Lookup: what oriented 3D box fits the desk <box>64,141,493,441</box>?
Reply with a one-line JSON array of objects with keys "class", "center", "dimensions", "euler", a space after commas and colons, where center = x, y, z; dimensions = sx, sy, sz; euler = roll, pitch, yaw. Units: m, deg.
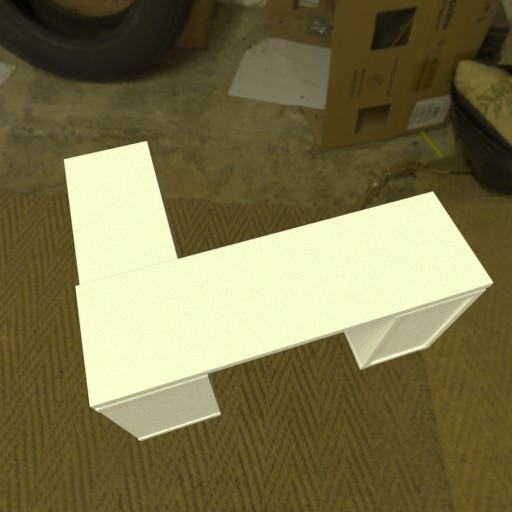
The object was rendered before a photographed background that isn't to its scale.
[{"class": "desk", "center": [0.000, 0.000, 2.190], "dimensions": [1.524, 0.753, 1.200], "euler": [-15, 60, -9]}]
